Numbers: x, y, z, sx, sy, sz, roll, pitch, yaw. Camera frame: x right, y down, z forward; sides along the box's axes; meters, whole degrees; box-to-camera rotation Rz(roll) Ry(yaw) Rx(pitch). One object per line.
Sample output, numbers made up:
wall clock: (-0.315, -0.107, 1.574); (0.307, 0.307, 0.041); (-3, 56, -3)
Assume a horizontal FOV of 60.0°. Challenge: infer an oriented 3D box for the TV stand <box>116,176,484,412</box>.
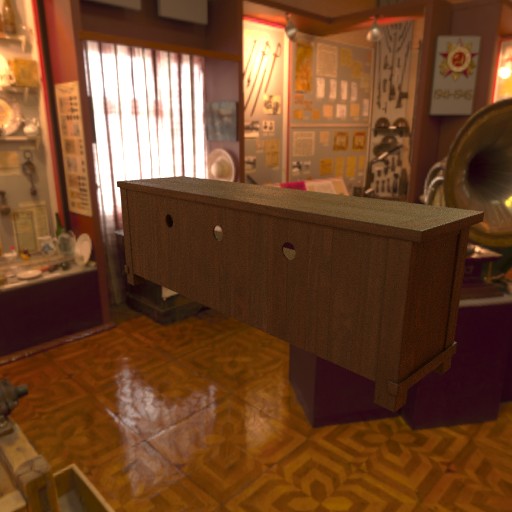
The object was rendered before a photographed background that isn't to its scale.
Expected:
TV stand: (0.000, 0.000, 2.148); (0.471, 0.615, 1.866); (-14, 21, -41)
